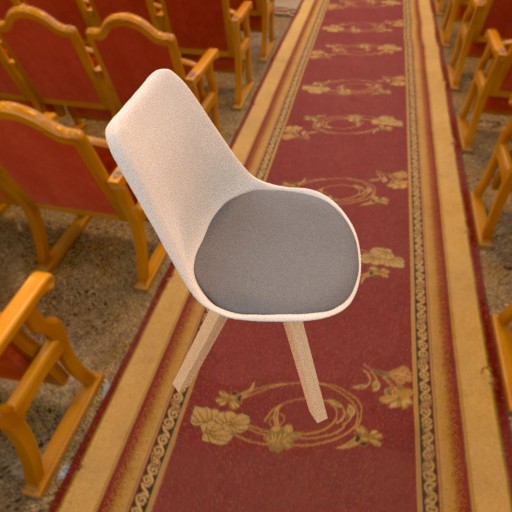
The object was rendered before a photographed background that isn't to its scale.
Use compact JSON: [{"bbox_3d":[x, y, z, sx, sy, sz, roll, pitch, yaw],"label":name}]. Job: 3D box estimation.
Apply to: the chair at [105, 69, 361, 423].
[{"bbox_3d":[0.000,0.000,1.179,0.550,0.850,0.485,10,48,9],"label":"chair"}]
